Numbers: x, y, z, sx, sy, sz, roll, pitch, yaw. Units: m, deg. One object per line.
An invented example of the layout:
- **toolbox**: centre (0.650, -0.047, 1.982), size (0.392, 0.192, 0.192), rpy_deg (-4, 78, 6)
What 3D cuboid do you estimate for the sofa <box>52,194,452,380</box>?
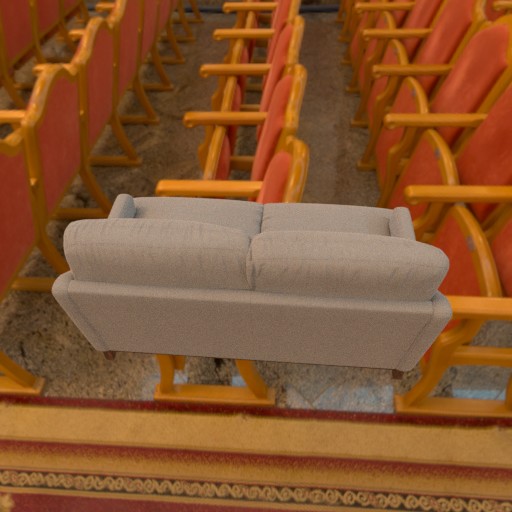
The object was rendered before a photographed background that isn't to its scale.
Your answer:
- **sofa**: centre (0.000, 0.000, 2.210), size (1.589, 0.921, 0.987), rpy_deg (3, 45, 3)
